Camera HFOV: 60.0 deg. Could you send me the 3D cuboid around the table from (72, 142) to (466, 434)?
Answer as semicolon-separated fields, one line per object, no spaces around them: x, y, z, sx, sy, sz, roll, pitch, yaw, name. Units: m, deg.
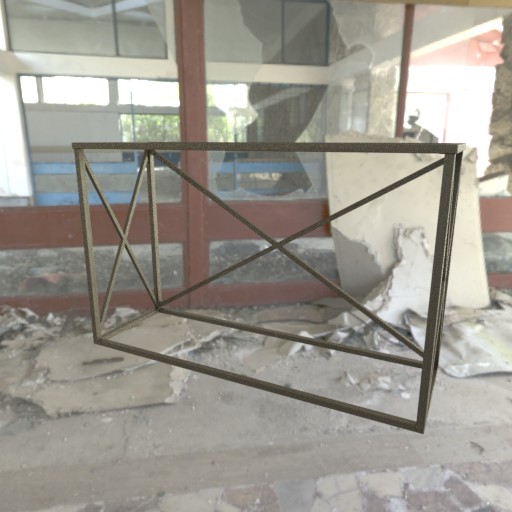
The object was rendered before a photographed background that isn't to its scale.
0.000;0.000;1.522;1.216;0.753;0.402;7;16;26;table
